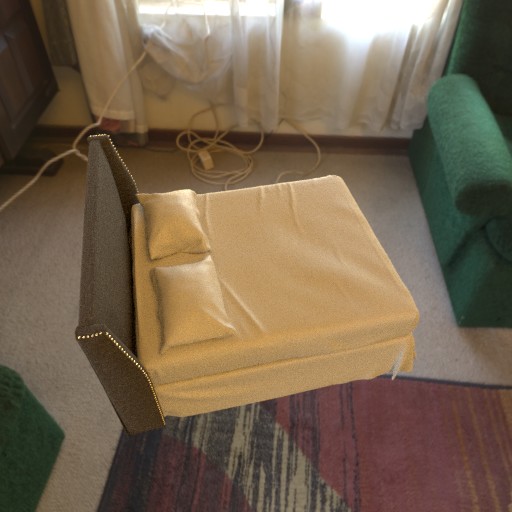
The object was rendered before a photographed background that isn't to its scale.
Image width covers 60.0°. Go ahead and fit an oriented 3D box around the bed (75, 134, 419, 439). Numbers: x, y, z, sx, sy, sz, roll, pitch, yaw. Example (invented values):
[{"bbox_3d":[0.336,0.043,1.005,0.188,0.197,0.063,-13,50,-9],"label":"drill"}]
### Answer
[{"bbox_3d":[0.000,0.000,3.451,2.276,1.332,1.925,-9,48,-8],"label":"bed"}]
